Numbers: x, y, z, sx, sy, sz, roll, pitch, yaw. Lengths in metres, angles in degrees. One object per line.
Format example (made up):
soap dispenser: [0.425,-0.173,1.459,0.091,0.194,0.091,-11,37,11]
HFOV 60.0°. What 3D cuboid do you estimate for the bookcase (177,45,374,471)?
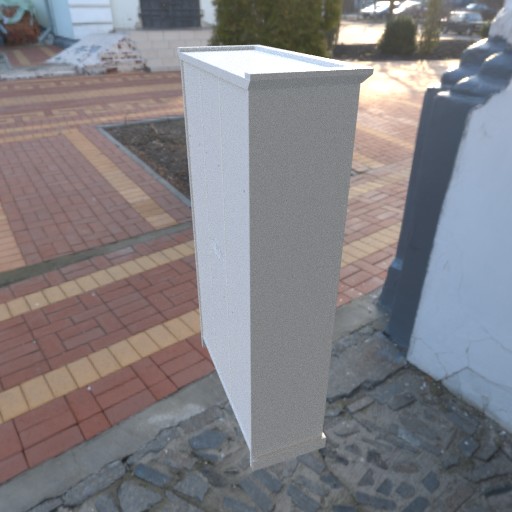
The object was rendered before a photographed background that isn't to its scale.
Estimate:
bookcase: [0.000,0.000,2.272,0.432,1.880,1.050,-10,31,-18]
